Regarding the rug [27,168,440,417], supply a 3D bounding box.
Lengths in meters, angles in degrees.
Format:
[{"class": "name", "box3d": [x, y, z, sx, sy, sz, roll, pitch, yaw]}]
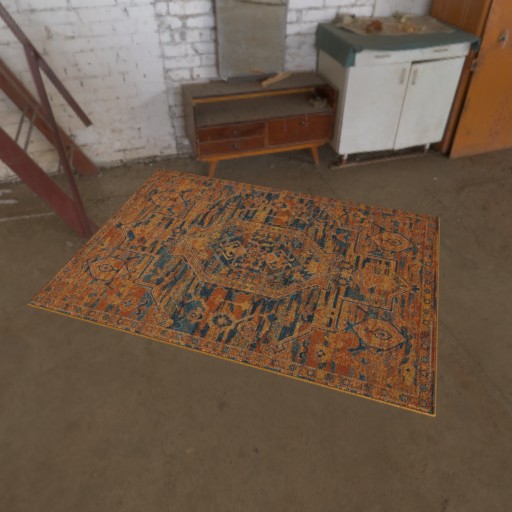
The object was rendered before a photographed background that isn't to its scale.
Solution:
[{"class": "rug", "box3d": [0.000, 0.000, 2.805, 2.204, 0.024, 1.588, 12, 42, 14]}]
